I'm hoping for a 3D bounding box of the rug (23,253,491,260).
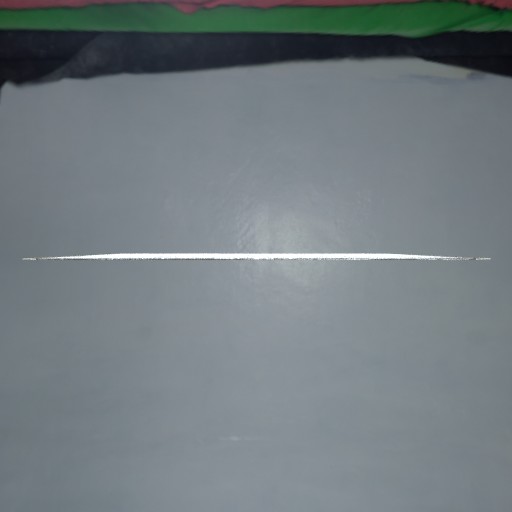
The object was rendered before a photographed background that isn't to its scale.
[{"bbox_3d":[0.000,0.000,3.057,2.440,0.010,1.529,0,1,0],"label":"rug"}]
